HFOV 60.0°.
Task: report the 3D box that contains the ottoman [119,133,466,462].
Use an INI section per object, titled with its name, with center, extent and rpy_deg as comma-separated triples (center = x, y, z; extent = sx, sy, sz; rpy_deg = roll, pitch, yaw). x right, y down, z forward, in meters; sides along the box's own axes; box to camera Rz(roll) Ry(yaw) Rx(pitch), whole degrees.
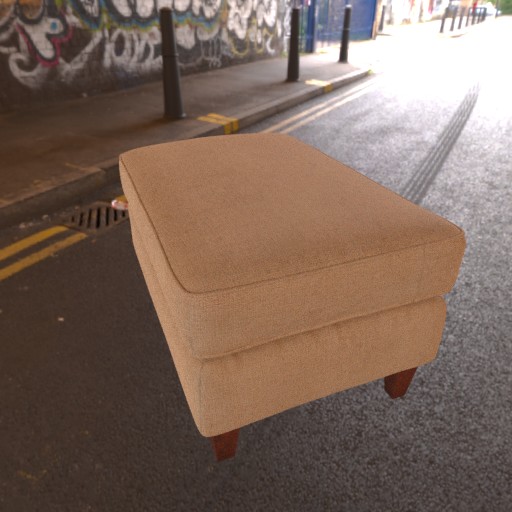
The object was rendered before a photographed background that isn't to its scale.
[ottoman]
center = 0.000, 0.000, 1.195
extent = 0.583, 0.484, 0.862
rpy_deg = -11, 32, -19
